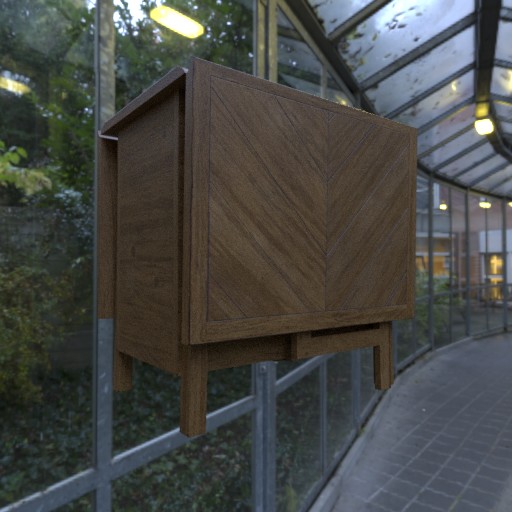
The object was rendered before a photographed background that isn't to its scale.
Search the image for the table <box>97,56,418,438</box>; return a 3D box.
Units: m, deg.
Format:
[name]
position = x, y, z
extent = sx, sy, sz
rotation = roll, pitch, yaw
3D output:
[table]
position = 0.000, 0.000, 1.305
extent = 0.746, 0.763, 0.591
rotation = 1, -2, -37
